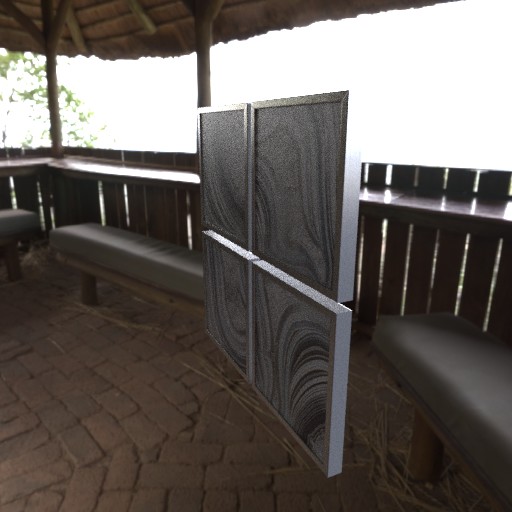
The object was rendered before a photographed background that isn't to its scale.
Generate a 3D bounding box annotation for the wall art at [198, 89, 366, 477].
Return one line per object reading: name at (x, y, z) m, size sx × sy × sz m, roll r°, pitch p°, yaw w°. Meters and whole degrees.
wall art at (0.000, 0.000, 0.928) m, size 0.029 × 0.611 × 0.611 m, roll -8°, pitch 18°, yaw -25°
